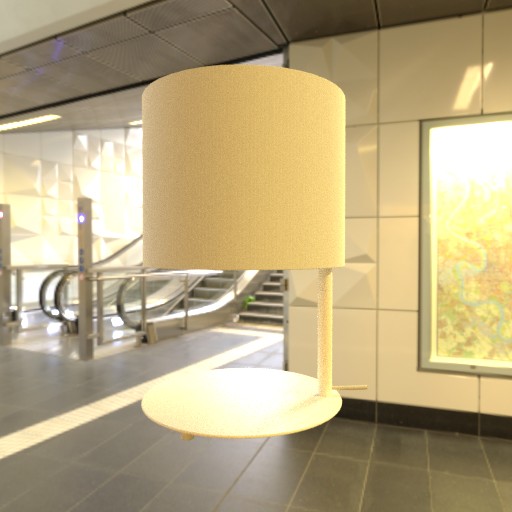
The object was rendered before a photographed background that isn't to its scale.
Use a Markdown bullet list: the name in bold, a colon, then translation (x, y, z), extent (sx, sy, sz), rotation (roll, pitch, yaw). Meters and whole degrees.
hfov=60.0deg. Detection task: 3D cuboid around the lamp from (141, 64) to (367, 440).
- **lamp**: translation (0.000, 0.000, 0.672), extent (0.341, 0.454, 0.299), rotation (0, 1, 0)
